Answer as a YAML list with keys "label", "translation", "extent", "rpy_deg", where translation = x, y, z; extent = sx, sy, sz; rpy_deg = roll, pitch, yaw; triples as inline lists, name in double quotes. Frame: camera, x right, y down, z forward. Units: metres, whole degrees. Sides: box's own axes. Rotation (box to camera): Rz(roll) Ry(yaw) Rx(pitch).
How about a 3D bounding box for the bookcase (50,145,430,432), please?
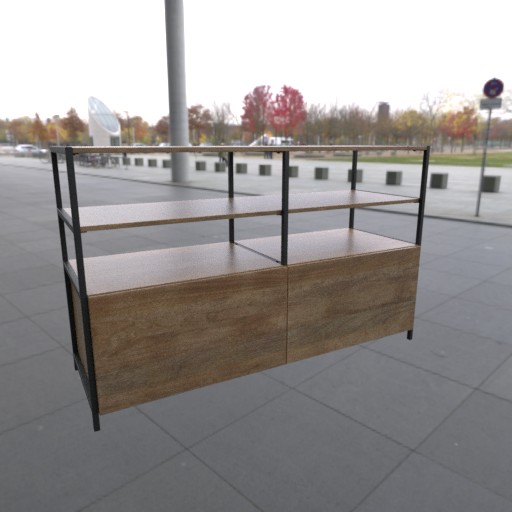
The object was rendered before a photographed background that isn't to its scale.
- label: "bookcase"
  translation: [0.000, 0.000, 1.475]
  extent: [1.149, 0.712, 0.391]
  rpy_deg: [-8, 16, -28]
